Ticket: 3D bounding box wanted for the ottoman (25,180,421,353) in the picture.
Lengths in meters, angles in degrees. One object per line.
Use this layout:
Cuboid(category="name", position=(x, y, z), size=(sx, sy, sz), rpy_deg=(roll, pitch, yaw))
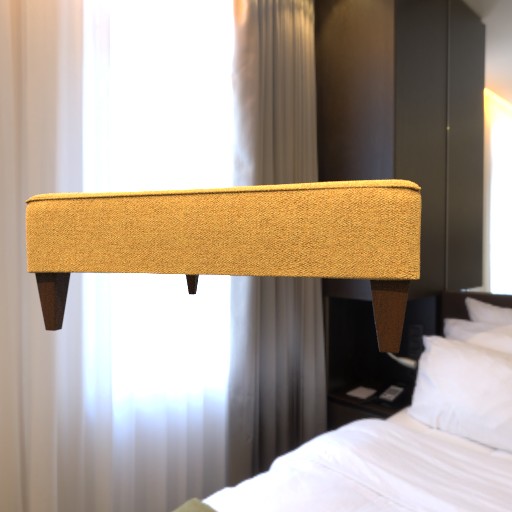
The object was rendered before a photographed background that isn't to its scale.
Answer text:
Cuboid(category="ottoman", position=(0.000, 0.000, 1.468), size=(0.970, 0.378, 0.981), rpy_deg=(0, 1, 16))
